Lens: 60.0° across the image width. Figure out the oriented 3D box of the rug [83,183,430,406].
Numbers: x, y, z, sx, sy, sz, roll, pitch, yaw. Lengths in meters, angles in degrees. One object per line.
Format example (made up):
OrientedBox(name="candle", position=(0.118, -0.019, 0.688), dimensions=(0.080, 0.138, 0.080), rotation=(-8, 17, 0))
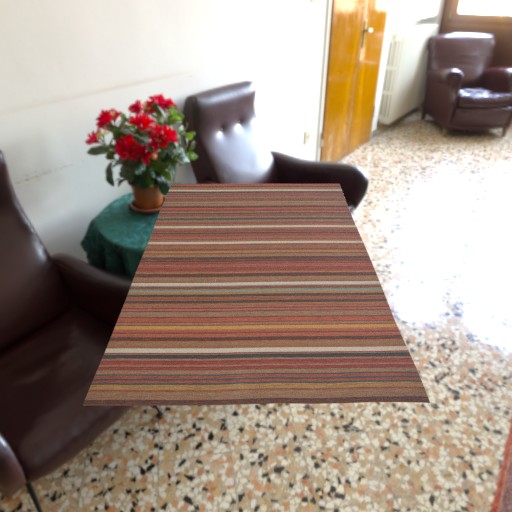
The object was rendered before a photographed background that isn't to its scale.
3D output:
OrientedBox(name="rug", position=(0.000, 0.000, 2.968), dimensions=(1.523, 0.008, 2.438), rotation=(0, 32, 0))
